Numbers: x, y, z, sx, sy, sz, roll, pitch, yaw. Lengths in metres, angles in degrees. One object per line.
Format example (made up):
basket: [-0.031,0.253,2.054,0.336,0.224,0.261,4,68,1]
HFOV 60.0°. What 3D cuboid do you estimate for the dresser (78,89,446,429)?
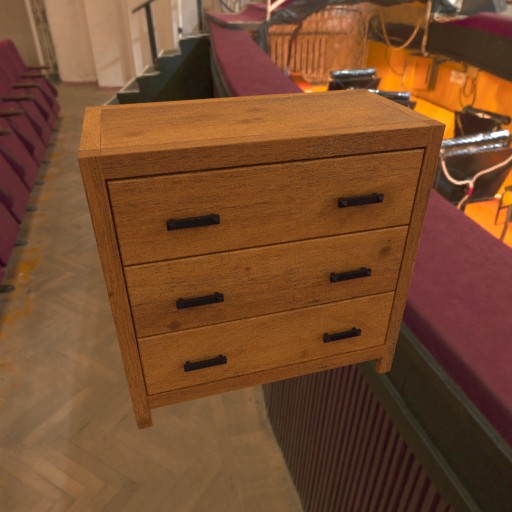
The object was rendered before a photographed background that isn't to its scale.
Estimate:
dresser: [0.000,0.000,1.291,0.804,0.804,0.427,-9,33,-13]
